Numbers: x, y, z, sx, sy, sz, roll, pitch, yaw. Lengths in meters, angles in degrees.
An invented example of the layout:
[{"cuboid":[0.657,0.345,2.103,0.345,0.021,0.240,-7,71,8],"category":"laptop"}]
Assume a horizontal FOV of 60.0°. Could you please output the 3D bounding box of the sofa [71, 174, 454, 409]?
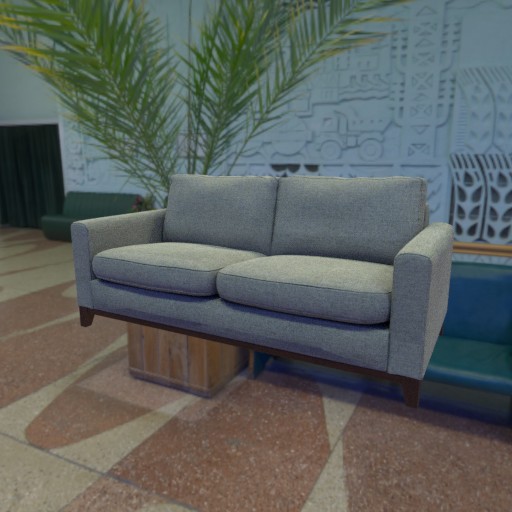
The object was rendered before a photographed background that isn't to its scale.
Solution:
[{"cuboid":[0.000,0.000,2.509,1.978,0.892,0.969,6,14,28],"category":"sofa"}]
